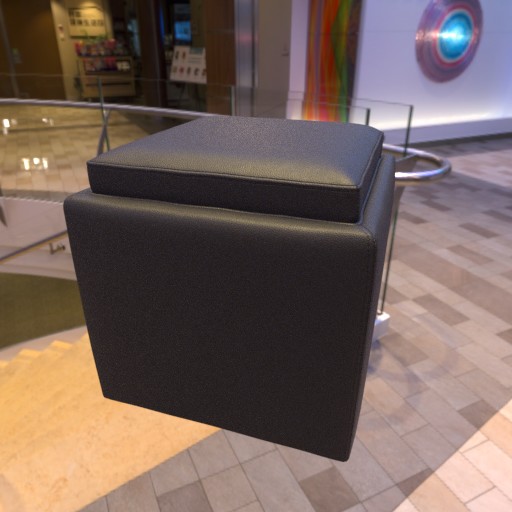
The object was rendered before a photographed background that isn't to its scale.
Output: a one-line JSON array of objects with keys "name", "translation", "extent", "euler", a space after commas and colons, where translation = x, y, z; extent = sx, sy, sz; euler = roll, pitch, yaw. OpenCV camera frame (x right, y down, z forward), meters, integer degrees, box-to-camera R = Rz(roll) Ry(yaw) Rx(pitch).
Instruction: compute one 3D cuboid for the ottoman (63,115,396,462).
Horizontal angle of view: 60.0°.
[{"name": "ottoman", "translation": [0.000, 0.000, 0.815], "extent": [0.451, 0.460, 0.450], "euler": [8, 27, 17]}]
